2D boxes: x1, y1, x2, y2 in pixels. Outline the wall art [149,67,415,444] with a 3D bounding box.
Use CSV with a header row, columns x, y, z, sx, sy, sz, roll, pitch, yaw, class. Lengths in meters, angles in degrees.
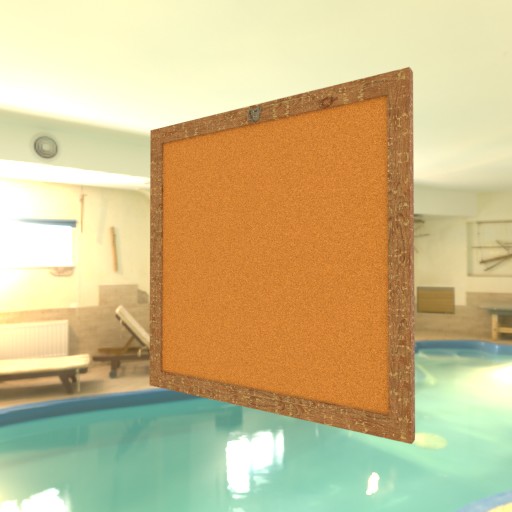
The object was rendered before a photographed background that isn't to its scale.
x,y,z,sx,sy,sz,roll,pitch,yaw,class
0.000,0.000,0.555,0.380,0.380,0.022,-1,-1,34,wall art
